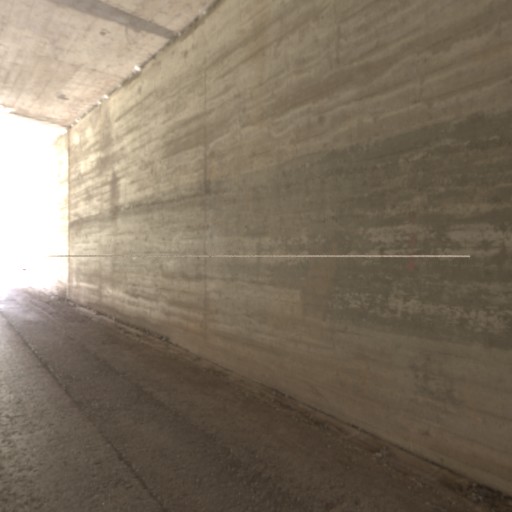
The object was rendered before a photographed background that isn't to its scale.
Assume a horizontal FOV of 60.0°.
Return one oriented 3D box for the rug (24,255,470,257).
[{"bbox_3d":[0.000,0.000,2.987,2.440,0.008,1.524,0,0,19],"label":"rug"}]
